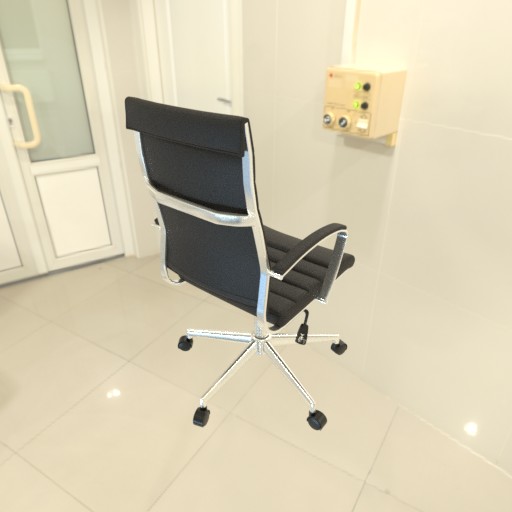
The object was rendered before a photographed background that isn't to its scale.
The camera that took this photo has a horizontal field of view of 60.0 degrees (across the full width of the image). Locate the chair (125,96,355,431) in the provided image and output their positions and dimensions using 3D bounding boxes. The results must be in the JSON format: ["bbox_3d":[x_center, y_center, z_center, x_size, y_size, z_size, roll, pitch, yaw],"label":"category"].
[{"bbox_3d":[0.000,0.000,1.620,0.766,1.149,0.739,22,36,33],"label":"chair"}]
